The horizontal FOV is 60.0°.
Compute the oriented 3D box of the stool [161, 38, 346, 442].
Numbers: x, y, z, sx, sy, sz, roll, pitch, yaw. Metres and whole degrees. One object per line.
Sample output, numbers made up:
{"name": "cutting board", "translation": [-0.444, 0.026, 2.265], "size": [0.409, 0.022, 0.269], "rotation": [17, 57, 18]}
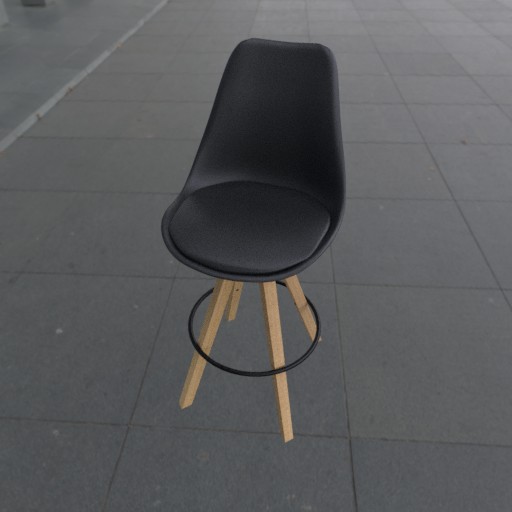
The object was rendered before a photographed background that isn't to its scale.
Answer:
{"name": "stool", "translation": [0.000, 0.000, 1.368], "size": [0.485, 1.115, 0.550], "rotation": [12, 41, 14]}
